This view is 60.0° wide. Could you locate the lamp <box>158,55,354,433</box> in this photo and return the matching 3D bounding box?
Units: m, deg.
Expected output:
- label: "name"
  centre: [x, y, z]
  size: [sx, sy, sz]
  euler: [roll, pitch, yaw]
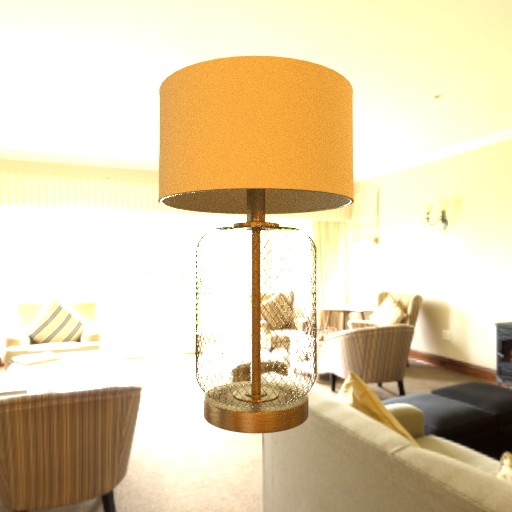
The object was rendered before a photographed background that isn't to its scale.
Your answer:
- label: "lamp"
  centre: [0.000, 0.000, 0.816]
  size: [0.353, 0.578, 0.353]
  euler: [0, -1, 0]
